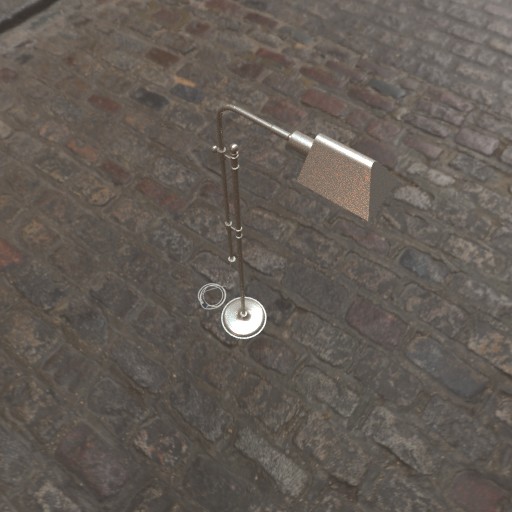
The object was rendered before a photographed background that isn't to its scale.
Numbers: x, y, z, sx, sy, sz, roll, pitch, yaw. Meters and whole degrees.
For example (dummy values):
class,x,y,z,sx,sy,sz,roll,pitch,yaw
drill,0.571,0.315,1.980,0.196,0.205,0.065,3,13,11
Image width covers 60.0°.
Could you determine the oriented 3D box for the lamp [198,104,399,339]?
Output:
class,x,y,z,sx,sy,sz,roll,pitch,yaw
lamp,0.000,0.000,1.841,0.813,1.571,0.256,33,64,18
